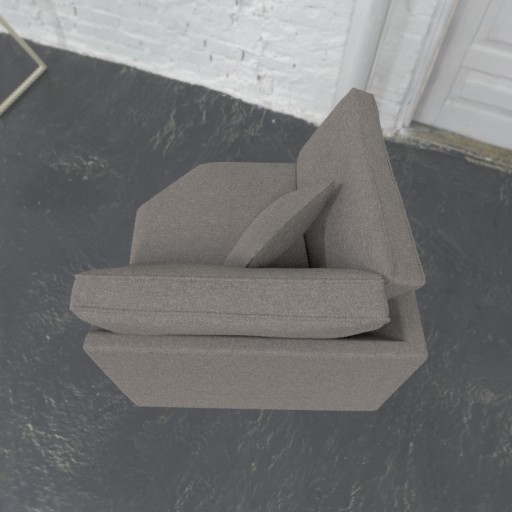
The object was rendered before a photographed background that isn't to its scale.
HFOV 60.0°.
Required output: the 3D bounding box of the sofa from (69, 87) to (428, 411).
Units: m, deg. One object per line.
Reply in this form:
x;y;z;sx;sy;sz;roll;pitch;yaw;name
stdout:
0.000;0.000;1.825;1.042;0.951;1.050;1;58;0;sofa
